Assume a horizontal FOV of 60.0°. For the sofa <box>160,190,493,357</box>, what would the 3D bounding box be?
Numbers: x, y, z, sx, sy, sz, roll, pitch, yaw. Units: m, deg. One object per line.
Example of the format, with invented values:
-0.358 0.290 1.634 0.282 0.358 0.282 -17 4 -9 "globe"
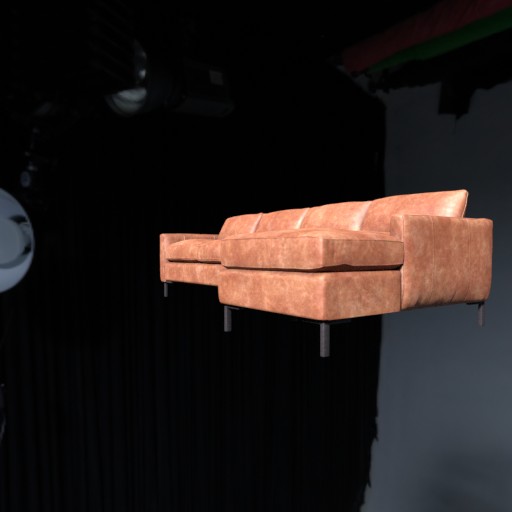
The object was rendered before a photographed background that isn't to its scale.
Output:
0.000 0.000 3.505 1.471 0.859 2.993 0 0 -36 "sofa"
